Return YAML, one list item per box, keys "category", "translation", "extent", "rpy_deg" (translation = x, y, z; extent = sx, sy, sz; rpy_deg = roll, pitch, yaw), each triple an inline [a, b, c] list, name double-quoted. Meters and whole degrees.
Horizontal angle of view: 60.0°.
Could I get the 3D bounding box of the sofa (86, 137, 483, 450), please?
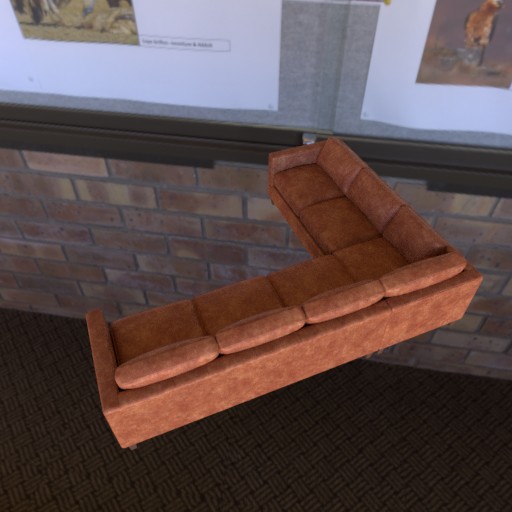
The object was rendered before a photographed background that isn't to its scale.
- category: "sofa"
  translation: [0.000, 0.000, 4.278]
  extent: [3.150, 0.838, 2.438]
  rpy_deg: [-16, 47, -16]
